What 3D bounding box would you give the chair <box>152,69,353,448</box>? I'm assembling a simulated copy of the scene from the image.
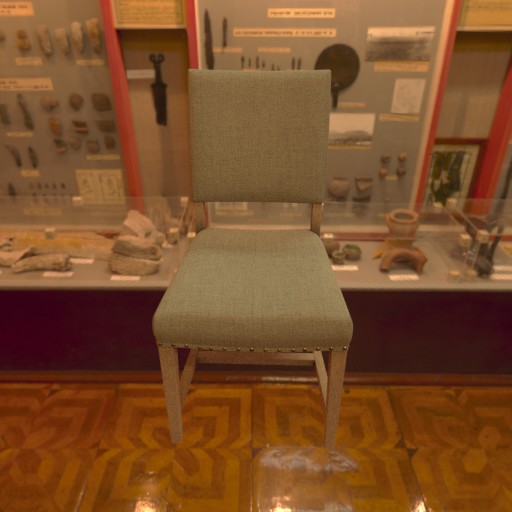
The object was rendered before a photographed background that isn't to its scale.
[{"bbox_3d":[0.000,0.000,1.353,0.508,0.986,0.622,1,31,2],"label":"chair"}]
